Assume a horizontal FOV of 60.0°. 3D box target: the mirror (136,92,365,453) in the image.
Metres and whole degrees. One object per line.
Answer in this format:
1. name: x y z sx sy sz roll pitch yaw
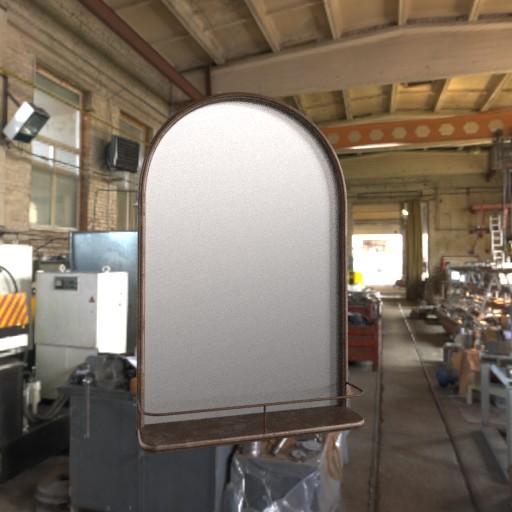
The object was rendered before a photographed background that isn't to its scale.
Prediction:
1. mirror: 0.000 0.000 0.989 0.510 0.770 0.137 0 -1 -17
